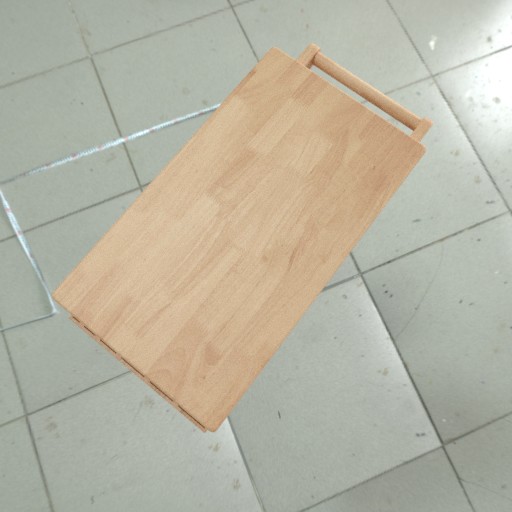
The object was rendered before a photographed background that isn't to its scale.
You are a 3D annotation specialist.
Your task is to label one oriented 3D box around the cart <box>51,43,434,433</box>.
[{"bbox_3d":[0.000,0.000,1.372,0.432,0.879,0.853,37,79,8],"label":"cart"}]
